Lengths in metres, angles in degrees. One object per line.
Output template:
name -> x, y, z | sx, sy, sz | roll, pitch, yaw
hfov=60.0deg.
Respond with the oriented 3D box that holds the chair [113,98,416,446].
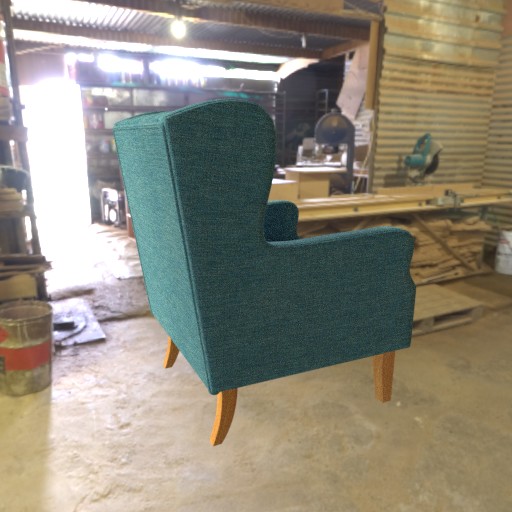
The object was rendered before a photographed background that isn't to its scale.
chair -> 0.000, 0.000, 1.503 | 0.775, 0.952, 0.711 | -8, 17, -26
